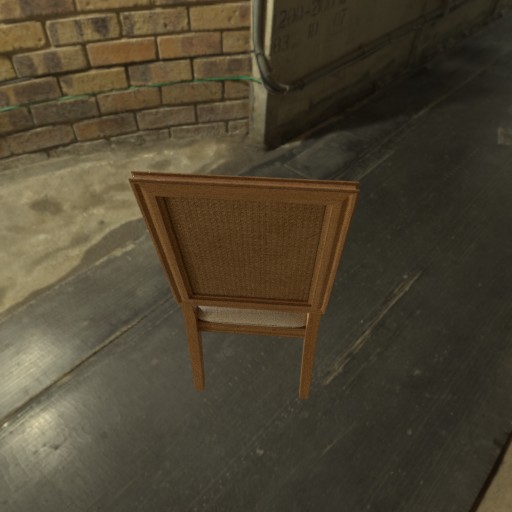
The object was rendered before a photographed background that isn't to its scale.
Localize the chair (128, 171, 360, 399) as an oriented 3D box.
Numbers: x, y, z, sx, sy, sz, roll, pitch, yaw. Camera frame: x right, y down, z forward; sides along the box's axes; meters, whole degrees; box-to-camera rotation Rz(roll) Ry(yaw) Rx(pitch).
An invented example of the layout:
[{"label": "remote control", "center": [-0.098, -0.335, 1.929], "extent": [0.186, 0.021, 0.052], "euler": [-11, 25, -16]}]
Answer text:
[{"label": "chair", "center": [0.000, 0.000, 1.347], "extent": [0.536, 0.988, 0.601], "euler": [3, 46, 3]}]
